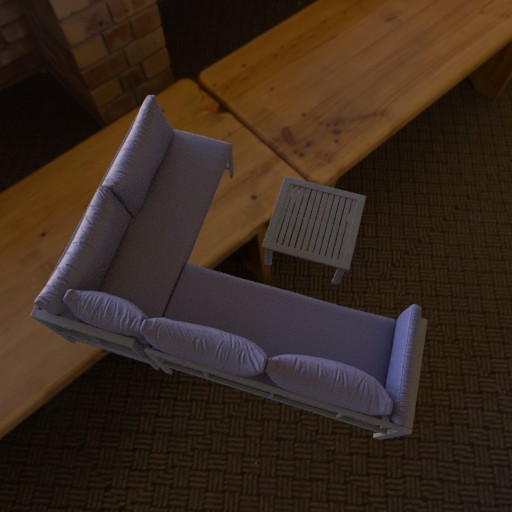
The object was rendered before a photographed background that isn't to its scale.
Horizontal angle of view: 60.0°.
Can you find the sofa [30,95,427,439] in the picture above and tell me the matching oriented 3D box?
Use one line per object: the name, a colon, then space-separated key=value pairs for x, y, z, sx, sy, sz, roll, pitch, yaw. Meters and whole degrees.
sofa: x=0.000 y=0.000 z=2.909 sx=2.149 sy=0.762 sz=1.658 roll=15 pitch=66 yaw=7
